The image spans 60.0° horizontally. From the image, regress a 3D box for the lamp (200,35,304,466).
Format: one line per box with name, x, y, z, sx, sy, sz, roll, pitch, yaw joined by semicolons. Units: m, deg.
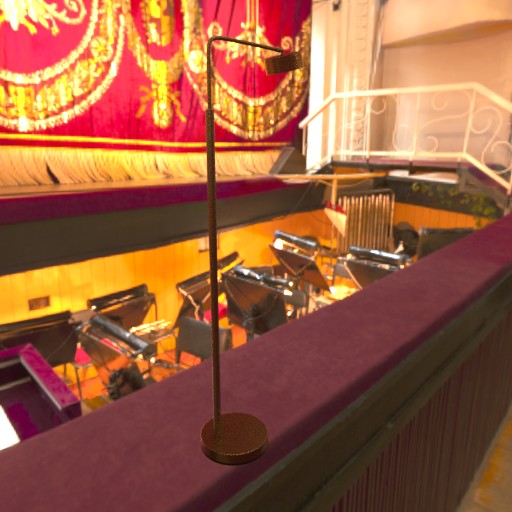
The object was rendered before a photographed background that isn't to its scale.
lamp;0.000;0.000;1.373;0.418;1.230;0.219;-14;20;-43
